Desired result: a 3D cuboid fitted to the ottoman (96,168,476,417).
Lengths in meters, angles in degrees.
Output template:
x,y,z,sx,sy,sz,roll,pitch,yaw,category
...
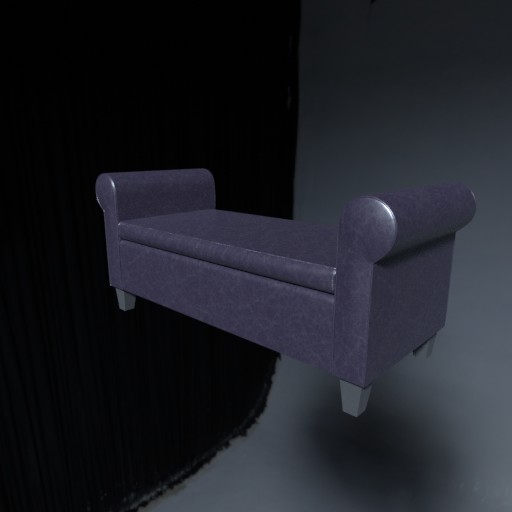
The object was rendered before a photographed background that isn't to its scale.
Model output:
x,y,z,sx,sy,sz,roll,pitch,yaw,category
0.000,0.000,1.552,1.256,0.547,0.521,13,19,41,ottoman
